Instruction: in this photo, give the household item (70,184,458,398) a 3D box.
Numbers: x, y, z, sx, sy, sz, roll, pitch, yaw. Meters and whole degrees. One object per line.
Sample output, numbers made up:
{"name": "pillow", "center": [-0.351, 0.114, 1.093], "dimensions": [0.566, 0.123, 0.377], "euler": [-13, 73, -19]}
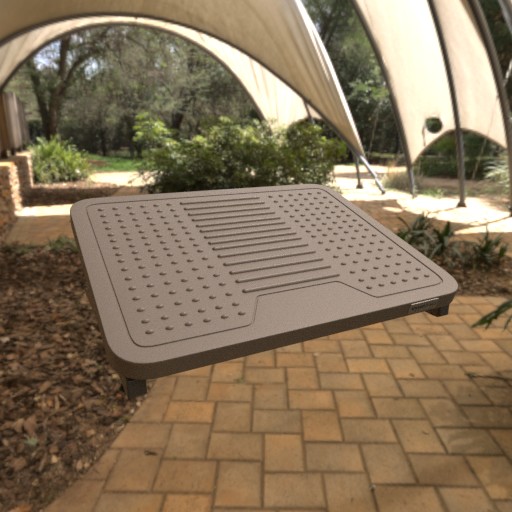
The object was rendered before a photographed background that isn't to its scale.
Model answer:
{"name": "household item", "center": [0.000, 0.000, 0.536], "dimensions": [0.390, 0.126, 0.301], "euler": [-8, 18, -26]}
